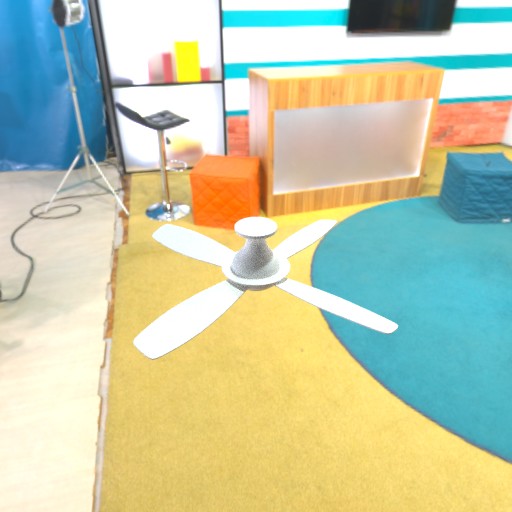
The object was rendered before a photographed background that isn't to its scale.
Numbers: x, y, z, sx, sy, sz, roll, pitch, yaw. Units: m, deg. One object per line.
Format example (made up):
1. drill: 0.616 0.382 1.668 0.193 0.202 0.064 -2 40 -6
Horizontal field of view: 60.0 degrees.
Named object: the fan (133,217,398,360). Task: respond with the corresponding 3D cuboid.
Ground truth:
1. fan: 0.000 0.000 2.520 1.694 0.382 1.693 22 37 32
